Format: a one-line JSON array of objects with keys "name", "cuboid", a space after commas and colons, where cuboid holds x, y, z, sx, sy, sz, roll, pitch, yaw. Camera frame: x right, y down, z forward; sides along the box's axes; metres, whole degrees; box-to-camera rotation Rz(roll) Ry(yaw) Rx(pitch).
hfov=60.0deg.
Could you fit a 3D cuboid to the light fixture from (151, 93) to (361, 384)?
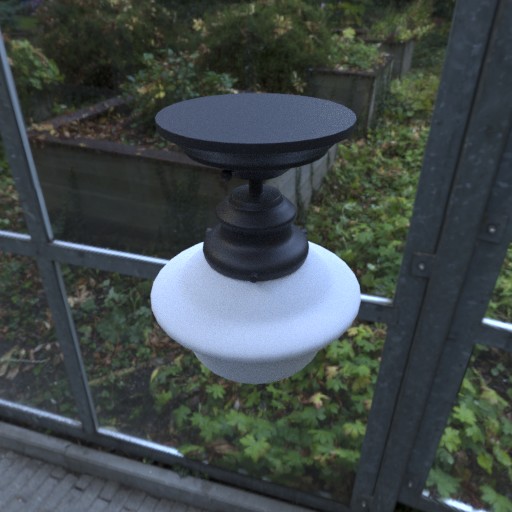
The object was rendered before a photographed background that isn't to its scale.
[{"name": "light fixture", "cuboid": [0.000, 0.000, 0.403, 0.197, 0.254, 0.197, 0, 31, 0]}]
